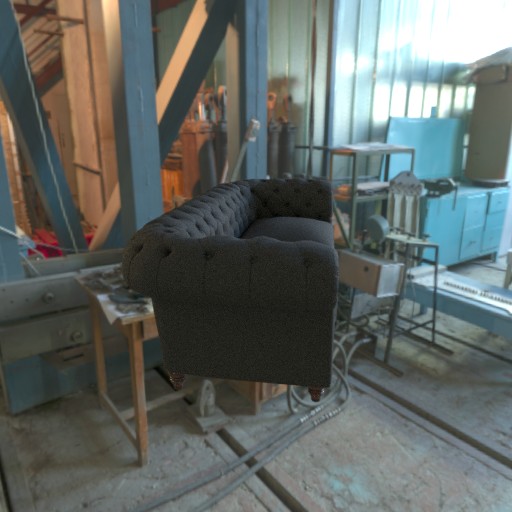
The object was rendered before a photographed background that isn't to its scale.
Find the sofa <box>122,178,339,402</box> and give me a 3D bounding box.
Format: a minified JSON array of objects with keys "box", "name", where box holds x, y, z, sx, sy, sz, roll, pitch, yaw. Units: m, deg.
[{"box":[0.000,0.000,2.817,0.991,0.762,2.362,3,17,9],"name":"sofa"}]
